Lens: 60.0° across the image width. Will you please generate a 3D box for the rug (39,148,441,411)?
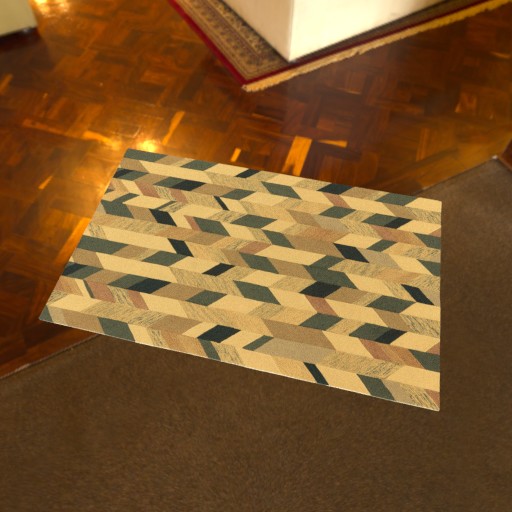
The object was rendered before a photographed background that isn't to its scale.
[{"bbox_3d":[0.000,0.000,2.977,2.423,0.008,1.513,11,59,7],"label":"rug"}]
